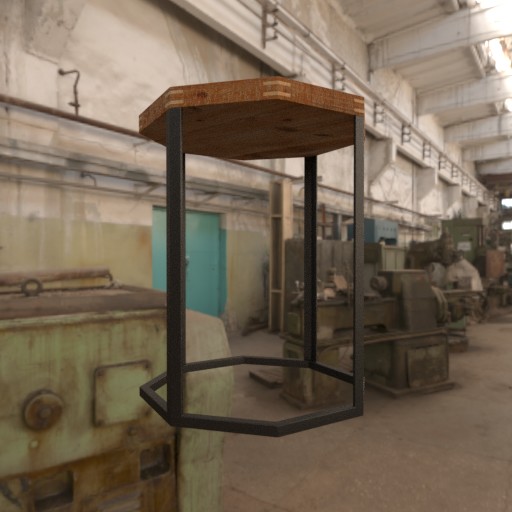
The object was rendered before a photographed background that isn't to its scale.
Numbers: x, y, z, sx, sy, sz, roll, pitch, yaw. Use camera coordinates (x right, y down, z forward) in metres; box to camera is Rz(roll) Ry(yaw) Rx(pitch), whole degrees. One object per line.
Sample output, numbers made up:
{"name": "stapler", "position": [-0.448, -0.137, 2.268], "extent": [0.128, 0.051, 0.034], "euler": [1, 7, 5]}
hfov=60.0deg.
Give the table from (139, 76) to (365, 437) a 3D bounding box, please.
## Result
{"name": "table", "position": [0.000, 0.000, 0.892], "extent": [0.458, 0.543, 0.458], "euler": [0, 1, 37]}
